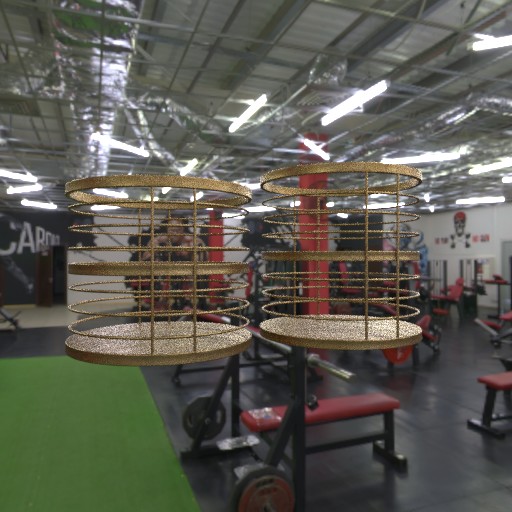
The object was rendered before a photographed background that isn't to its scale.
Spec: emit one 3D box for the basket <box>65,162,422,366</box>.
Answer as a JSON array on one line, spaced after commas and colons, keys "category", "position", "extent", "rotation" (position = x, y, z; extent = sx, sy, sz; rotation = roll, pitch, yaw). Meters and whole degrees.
[{"category": "basket", "position": [0.000, 0.000, 0.940], "extent": [0.746, 0.351, 0.356], "rotation": [0, 0, -18]}]
